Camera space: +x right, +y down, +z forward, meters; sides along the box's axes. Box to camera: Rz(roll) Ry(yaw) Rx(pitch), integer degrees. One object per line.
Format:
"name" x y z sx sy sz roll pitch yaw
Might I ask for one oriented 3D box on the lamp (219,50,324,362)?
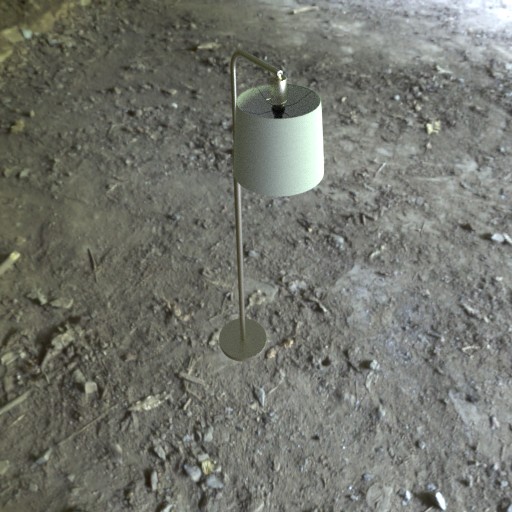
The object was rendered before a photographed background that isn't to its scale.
"lamp" 0.000 0.000 1.662 0.254 1.478 0.508 -23 50 -21
